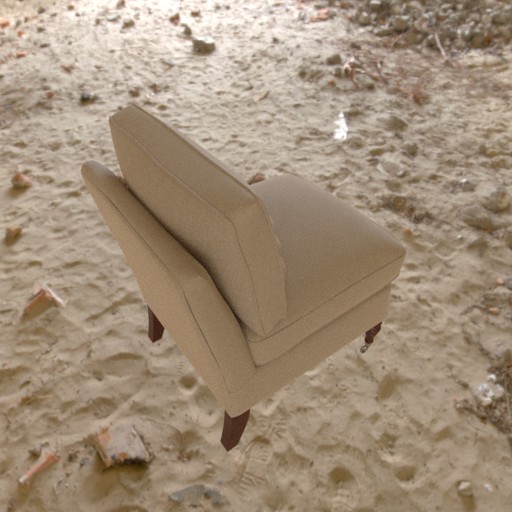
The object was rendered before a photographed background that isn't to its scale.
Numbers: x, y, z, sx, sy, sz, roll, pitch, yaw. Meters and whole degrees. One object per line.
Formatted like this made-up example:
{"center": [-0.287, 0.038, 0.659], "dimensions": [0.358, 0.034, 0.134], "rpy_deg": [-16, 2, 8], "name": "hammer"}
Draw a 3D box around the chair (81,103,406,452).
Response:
{"center": [0.000, 0.000, 1.645], "dimensions": [0.912, 1.052, 0.724], "rpy_deg": [-25, 46, -27], "name": "chair"}
